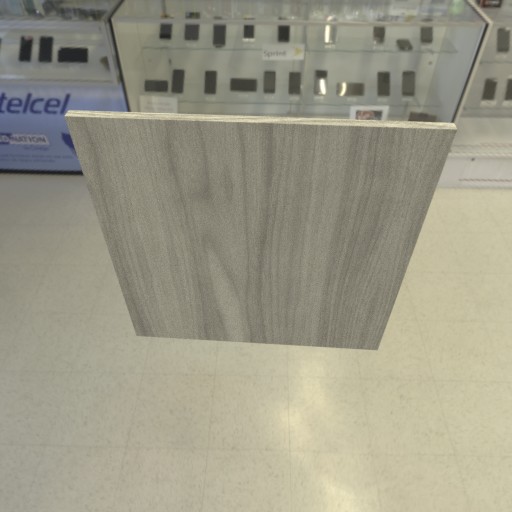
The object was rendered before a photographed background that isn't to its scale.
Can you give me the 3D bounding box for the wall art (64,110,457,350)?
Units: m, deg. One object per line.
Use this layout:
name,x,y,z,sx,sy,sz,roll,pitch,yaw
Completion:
wall art,0.000,0.000,0.756,0.508,0.507,0.016,3,46,3
